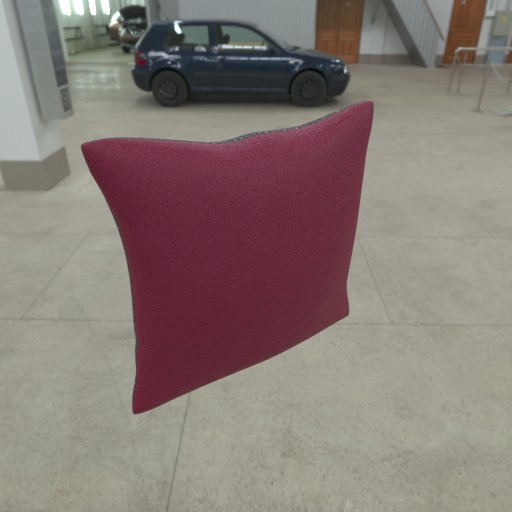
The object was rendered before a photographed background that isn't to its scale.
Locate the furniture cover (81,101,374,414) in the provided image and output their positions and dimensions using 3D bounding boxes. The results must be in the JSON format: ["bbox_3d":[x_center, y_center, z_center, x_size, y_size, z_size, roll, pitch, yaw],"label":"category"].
[{"bbox_3d":[0.000,0.000,0.835,0.552,0.509,0.193,-18,34,-29],"label":"furniture cover"}]
